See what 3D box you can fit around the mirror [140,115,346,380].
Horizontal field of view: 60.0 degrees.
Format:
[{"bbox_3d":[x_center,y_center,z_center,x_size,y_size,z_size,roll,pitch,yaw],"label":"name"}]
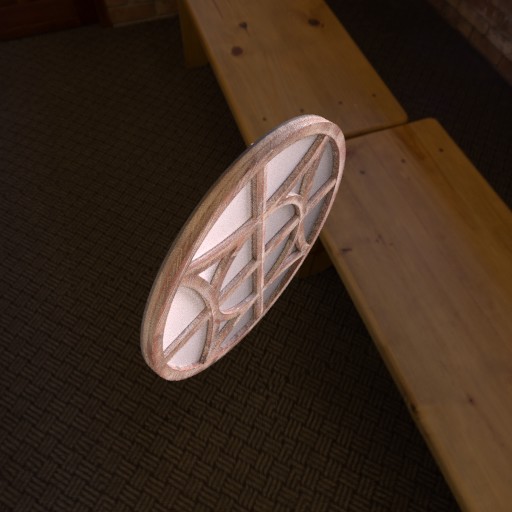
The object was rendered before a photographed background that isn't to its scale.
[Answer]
[{"bbox_3d":[0.000,0.000,1.087,0.038,0.710,0.710,35,64,19],"label":"mirror"}]
